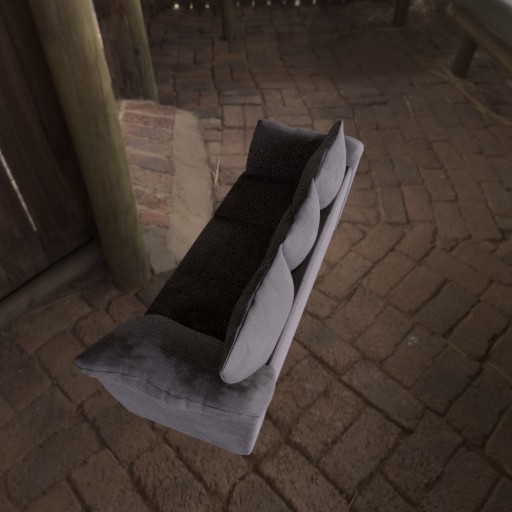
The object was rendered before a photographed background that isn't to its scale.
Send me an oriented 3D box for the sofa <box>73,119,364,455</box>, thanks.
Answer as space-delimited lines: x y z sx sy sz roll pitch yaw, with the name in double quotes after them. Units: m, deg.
0.000 0.000 2.820 0.893 0.981 2.377 15 47 14 "sofa"
